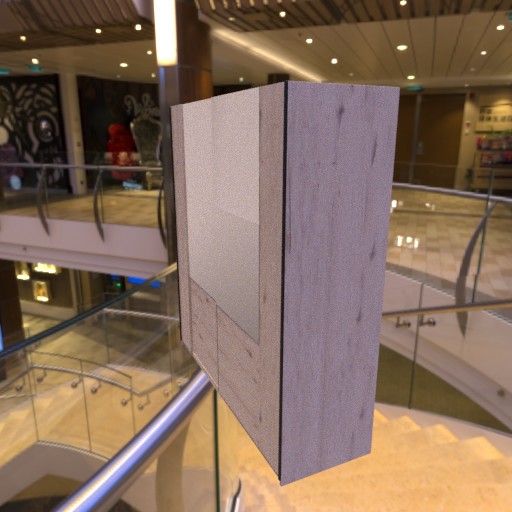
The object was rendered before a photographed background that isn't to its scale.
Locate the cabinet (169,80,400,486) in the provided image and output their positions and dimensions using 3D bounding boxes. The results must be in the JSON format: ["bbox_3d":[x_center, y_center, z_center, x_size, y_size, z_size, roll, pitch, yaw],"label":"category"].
[{"bbox_3d":[0.000,0.000,3.261,0.660,2.180,2.000,-7,17,-25],"label":"cabinet"}]
